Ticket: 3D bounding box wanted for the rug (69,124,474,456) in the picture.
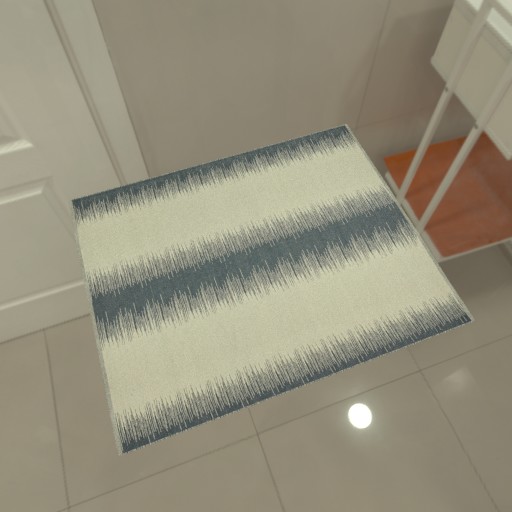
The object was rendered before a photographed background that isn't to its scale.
[{"bbox_3d":[0.000,0.000,4.037,3.037,0.004,2.453,-18,62,-10],"label":"rug"}]
